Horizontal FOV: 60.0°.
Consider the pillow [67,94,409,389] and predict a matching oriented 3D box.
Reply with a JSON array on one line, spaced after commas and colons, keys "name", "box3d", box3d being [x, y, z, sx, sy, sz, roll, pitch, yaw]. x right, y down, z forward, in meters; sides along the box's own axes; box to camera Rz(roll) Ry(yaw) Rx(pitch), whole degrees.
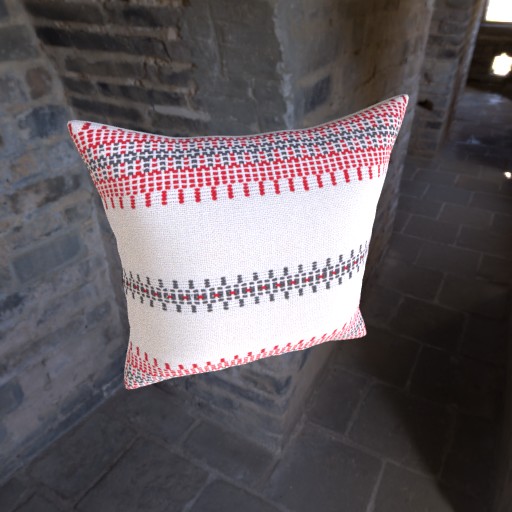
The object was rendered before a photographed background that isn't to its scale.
[{"name": "pillow", "box3d": [0.000, 0.000, 0.694, 0.463, 0.454, 0.160, -9, 33, -15]}]
